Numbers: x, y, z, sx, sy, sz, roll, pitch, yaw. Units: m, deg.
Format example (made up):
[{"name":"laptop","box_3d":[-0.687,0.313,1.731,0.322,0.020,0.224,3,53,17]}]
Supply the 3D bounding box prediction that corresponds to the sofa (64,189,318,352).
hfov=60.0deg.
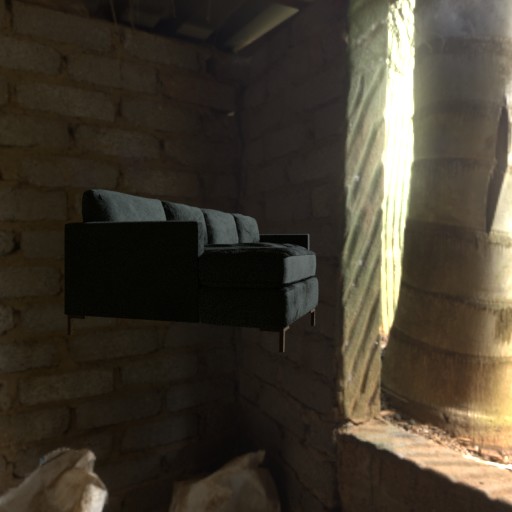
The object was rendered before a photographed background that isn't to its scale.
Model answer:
[{"name":"sofa","box_3d":[0.000,0.000,4.196,1.500,0.967,3.400,0,1,19]}]
